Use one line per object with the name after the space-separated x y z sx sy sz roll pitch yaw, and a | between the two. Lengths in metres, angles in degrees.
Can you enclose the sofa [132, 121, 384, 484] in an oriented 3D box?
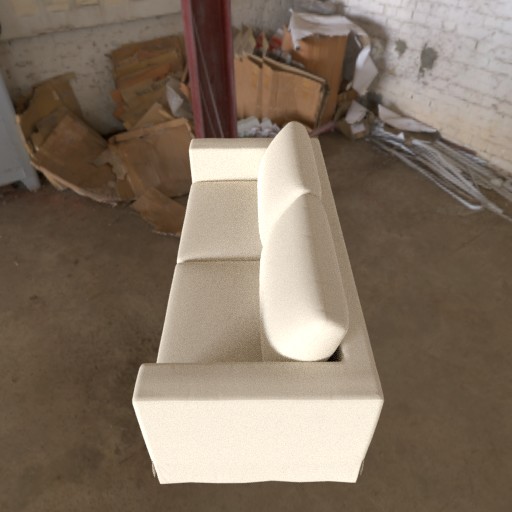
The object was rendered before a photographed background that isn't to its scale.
0.000 0.000 2.560 0.954 0.881 2.163 0 41 0 | sofa
